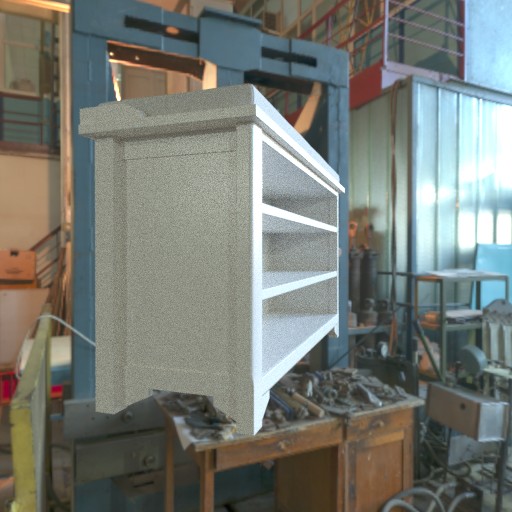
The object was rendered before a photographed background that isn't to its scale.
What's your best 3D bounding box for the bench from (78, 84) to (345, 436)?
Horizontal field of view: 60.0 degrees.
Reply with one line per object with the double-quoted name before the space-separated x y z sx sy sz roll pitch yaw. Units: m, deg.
"bench" 0.000 0.000 1.226 0.346 0.589 0.987 0 1 19
